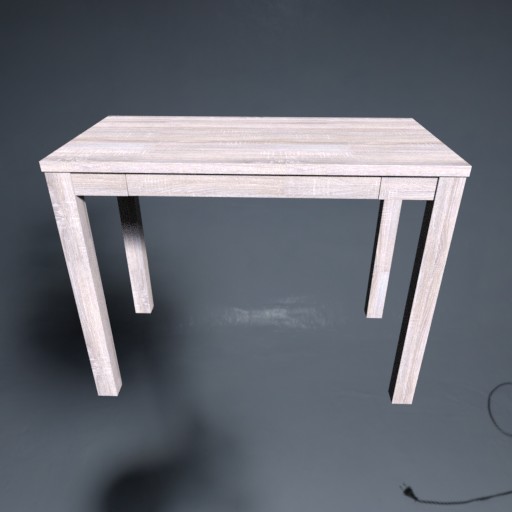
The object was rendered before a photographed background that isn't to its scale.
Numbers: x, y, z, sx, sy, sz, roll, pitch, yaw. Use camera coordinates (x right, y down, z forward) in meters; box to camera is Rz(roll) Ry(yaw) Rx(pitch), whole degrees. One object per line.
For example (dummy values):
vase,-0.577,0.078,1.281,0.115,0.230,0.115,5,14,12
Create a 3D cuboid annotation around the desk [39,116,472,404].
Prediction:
desk,0.000,0.000,1.416,0.991,0.762,0.495,1,29,2
